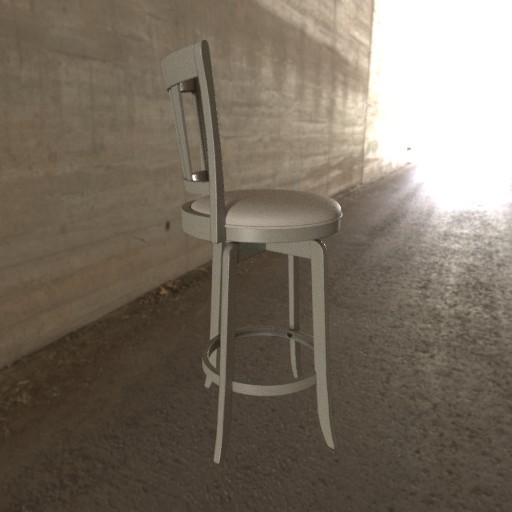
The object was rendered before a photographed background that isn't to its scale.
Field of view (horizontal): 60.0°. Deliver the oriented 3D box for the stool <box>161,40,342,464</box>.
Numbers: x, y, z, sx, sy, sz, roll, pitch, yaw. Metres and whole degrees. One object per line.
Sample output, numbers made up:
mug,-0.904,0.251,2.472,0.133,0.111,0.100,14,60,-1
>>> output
stool,0.000,0.000,1.264,0.475,1.042,0.436,-3,16,-10
